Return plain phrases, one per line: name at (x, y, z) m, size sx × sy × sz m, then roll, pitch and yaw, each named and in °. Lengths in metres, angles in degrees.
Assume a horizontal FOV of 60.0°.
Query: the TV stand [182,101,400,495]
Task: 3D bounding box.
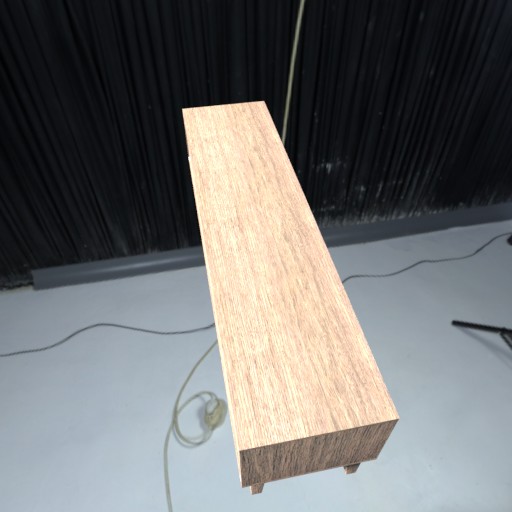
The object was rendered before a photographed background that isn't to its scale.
TV stand at (0.000, 0.000, 1.617) m, size 0.366 × 0.409 × 1.482 m, roll -8°, pitch 47°, yaw -8°
